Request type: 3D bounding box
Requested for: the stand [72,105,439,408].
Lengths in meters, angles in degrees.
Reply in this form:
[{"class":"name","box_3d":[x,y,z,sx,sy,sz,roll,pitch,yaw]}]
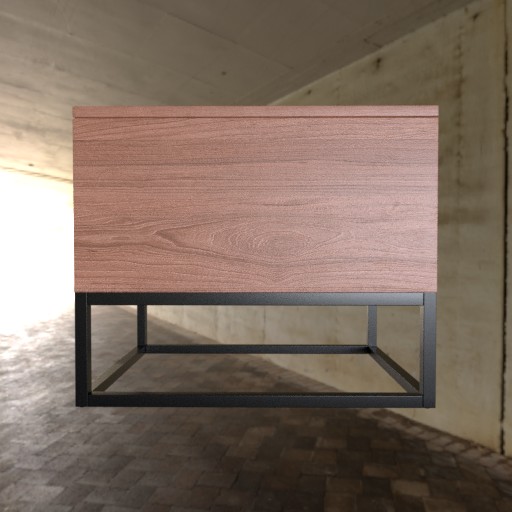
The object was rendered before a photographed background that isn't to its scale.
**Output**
[{"class":"stand","box_3d":[0.000,0.000,0.940,0.600,0.500,0.420,0,1,1]}]
